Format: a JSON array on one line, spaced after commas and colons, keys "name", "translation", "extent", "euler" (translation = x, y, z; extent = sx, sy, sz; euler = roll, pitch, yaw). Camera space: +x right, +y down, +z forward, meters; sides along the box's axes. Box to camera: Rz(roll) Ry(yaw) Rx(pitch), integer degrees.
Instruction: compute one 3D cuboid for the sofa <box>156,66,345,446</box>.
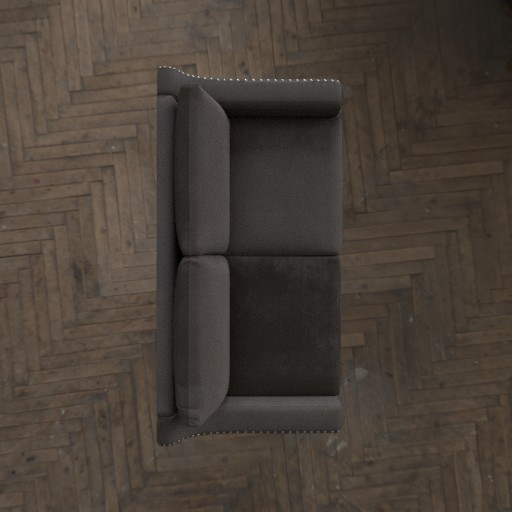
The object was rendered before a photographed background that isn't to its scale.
[{"name": "sofa", "translation": [0.000, 0.000, 3.361], "extent": [1.336, 1.196, 2.550], "euler": [0, 90, -1]}]
